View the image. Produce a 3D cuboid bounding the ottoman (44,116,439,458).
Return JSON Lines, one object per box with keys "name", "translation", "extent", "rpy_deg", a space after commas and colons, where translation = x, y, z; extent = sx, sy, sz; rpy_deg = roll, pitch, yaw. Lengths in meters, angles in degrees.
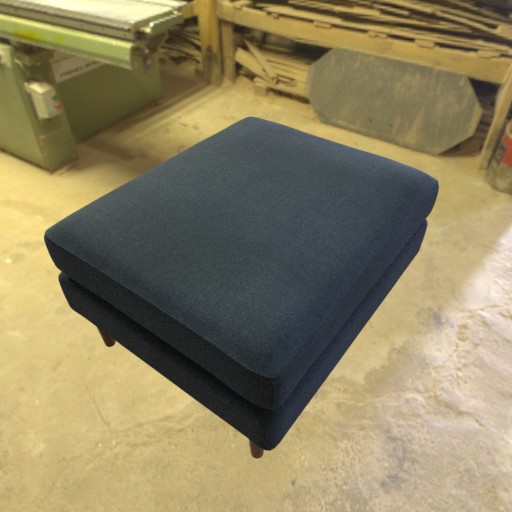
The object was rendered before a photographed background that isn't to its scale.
{"name": "ottoman", "translation": [0.000, 0.000, 1.253], "extent": [0.693, 0.474, 0.821], "rpy_deg": [27, 48, 27]}
